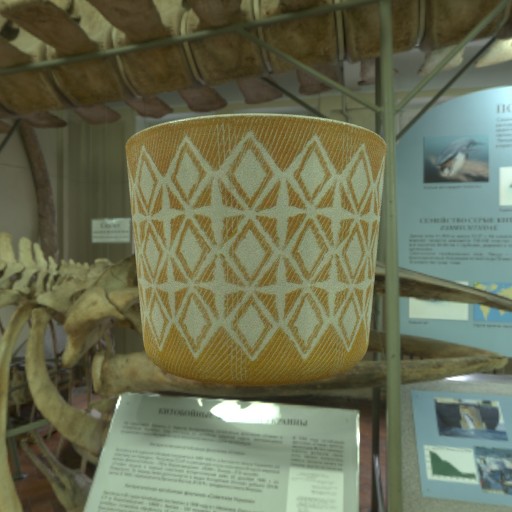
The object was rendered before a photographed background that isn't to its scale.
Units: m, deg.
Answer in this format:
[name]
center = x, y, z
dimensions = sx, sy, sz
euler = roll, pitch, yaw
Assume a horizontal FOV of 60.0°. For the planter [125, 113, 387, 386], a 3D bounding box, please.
[planter]
center = 0.000, 0.000, 0.224
dimensions = 0.126, 0.104, 0.126
euler = 0, 0, 0
